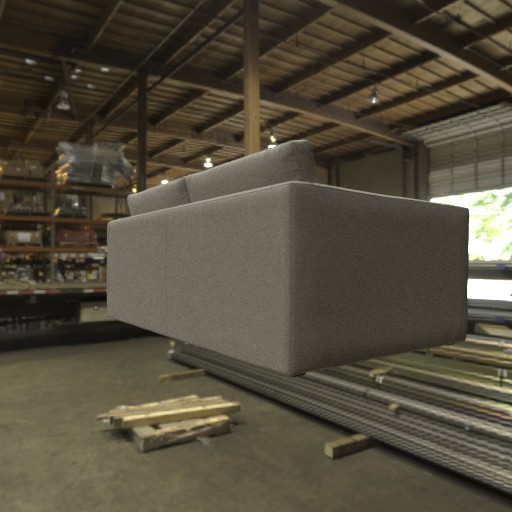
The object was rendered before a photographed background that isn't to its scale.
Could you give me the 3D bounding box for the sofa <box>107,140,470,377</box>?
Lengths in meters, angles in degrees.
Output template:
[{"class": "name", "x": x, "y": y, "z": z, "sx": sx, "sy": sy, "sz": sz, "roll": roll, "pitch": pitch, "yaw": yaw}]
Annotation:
[{"class": "sofa", "x": 0.000, "y": 0.000, "z": 2.493, "sx": 1.091, "sy": 0.839, "sz": 1.905, "roll": 0, "pitch": -1, "yaw": -36}]
